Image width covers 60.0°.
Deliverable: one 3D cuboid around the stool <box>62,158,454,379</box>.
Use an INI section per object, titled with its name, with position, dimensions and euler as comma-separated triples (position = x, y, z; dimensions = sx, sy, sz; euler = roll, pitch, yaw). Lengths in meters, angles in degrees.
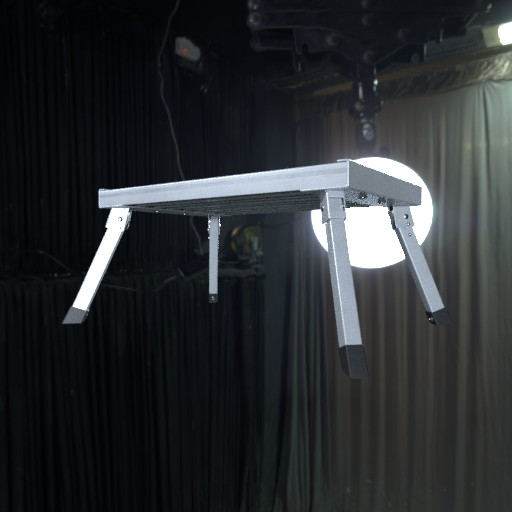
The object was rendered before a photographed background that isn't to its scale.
[stool]
position = 0.000, 0.000, 0.732
dimensions = 0.535, 0.225, 0.385
euler = 1, 2, 36
